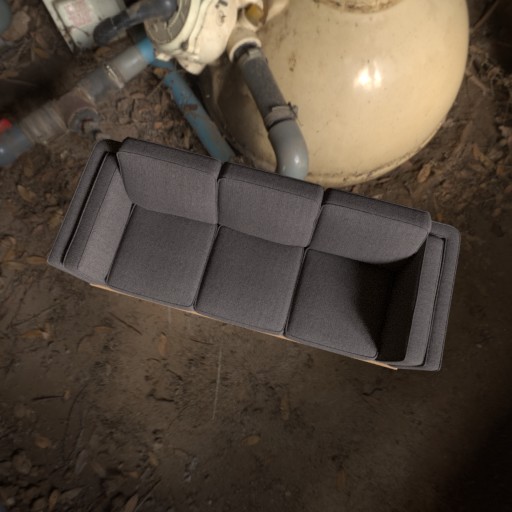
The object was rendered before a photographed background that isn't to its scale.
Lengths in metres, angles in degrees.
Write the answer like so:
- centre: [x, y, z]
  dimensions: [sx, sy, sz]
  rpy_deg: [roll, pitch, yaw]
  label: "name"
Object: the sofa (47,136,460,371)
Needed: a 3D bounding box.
- centre: [0.000, 0.000, 2.865]
  dimensions: [2.362, 0.899, 0.903]
  rpy_deg: [15, 76, 4]
  label: "sofa"
